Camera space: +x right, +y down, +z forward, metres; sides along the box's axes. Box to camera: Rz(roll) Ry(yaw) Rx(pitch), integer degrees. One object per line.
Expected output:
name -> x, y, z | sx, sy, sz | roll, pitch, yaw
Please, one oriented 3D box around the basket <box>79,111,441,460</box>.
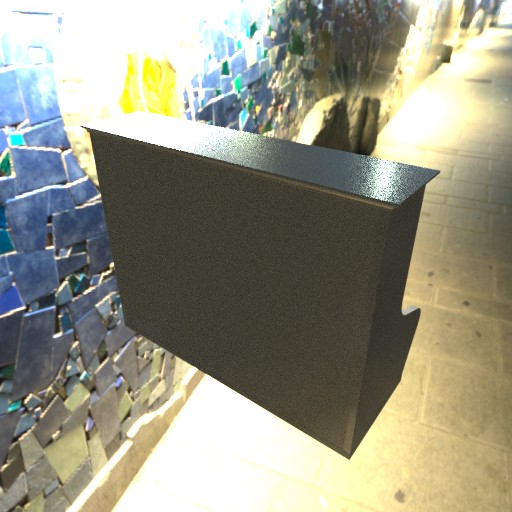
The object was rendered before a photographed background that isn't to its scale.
basket -> 0.000, 0.000, 1.107 | 0.780, 0.600, 0.350 | 21, 36, 32
